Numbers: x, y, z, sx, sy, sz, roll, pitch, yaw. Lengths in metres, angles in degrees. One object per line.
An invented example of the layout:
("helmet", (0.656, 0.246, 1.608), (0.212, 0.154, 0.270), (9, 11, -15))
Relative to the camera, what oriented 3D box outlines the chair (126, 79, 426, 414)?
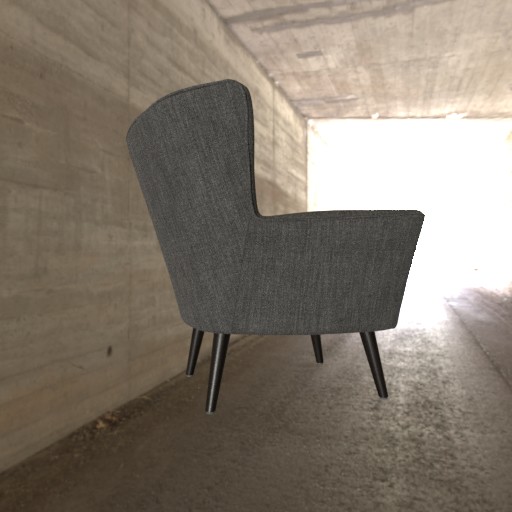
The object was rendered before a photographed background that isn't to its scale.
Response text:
("chair", (0.000, 0.000, 1.578), (0.888, 0.933, 0.781), (0, 0, -17))
